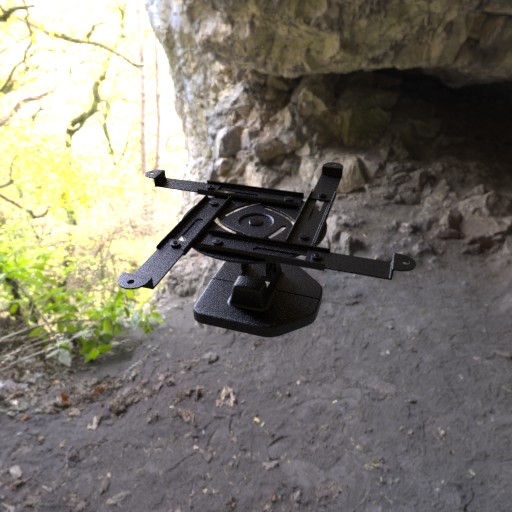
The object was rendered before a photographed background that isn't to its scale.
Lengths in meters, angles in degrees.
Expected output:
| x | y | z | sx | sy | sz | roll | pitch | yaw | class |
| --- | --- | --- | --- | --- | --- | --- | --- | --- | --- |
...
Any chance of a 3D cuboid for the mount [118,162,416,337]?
| x | y | z | sx | sy | sz | roll | pitch | yaw | class |
| --- | --- | --- | --- | --- | --- | --- | --- | --- | --- |
| 0.000 | 0.000 | 0.605 | 0.394 | 0.141 | 0.394 | 10 | 34 | 15 | mount |
